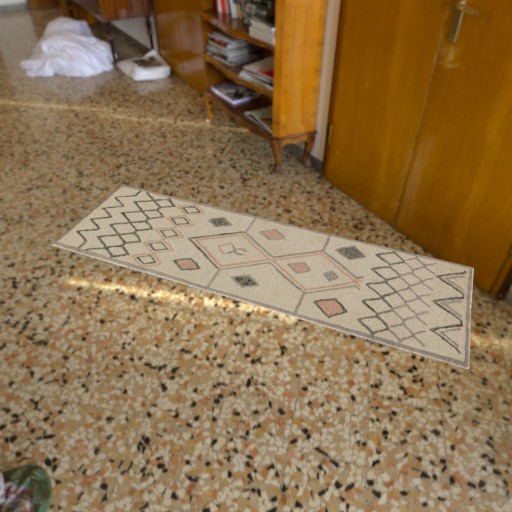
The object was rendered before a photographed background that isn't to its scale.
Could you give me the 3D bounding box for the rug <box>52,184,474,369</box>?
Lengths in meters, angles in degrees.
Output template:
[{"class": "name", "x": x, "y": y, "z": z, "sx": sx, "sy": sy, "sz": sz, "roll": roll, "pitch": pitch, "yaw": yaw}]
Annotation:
[{"class": "rug", "x": 0.000, "y": 0.000, "z": 2.666, "sx": 2.435, "sy": 0.011, "sz": 0.750, "roll": 15, "pitch": 43, "yaw": 16}]
